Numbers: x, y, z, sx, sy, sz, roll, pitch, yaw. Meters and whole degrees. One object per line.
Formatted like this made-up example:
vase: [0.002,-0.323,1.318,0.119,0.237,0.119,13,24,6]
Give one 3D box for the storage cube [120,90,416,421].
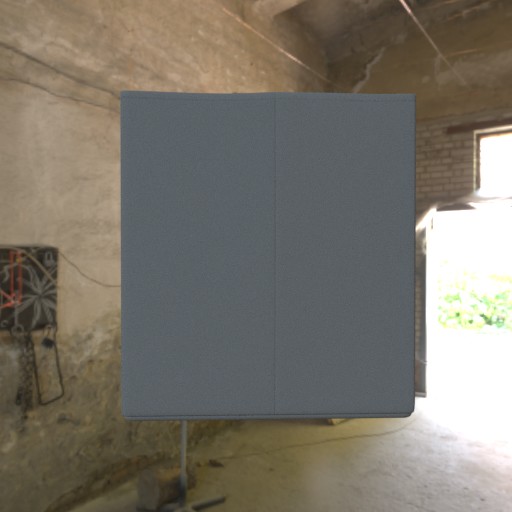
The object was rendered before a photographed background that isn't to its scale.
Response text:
storage cube: [0.000,0.000,0.507,0.270,0.280,0.270,0,1,-2]
